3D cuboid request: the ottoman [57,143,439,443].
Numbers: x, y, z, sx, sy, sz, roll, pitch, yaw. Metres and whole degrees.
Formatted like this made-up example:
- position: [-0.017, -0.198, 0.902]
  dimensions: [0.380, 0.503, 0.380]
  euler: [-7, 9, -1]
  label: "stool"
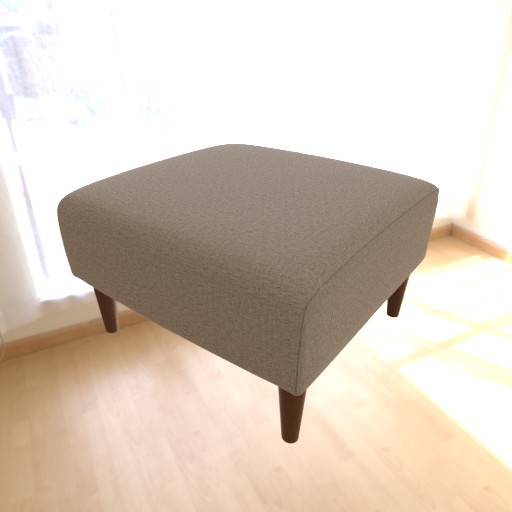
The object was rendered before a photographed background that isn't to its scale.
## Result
- position: [0.000, 0.000, 1.087]
  dimensions: [0.655, 0.399, 0.648]
  euler: [20, 34, 32]
  label: "ottoman"
